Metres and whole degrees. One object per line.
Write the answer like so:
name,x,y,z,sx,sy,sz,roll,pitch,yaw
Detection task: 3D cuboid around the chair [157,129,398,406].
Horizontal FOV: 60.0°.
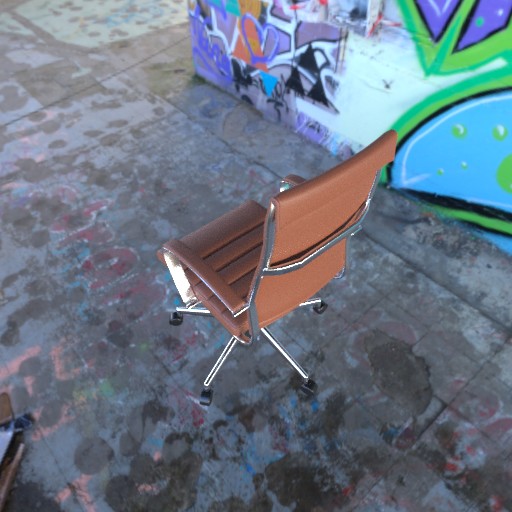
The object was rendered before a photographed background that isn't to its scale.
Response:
chair,0.000,0.000,1.641,0.766,1.149,0.739,-33,55,-27
